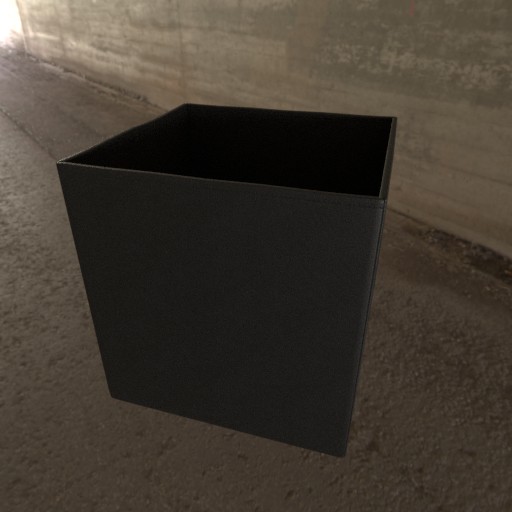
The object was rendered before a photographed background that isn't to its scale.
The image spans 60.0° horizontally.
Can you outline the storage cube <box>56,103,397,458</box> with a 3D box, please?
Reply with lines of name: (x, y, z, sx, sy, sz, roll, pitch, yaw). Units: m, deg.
storage cube: (0.000, 0.000, 0.510, 0.270, 0.280, 0.270, 9, 31, 15)
